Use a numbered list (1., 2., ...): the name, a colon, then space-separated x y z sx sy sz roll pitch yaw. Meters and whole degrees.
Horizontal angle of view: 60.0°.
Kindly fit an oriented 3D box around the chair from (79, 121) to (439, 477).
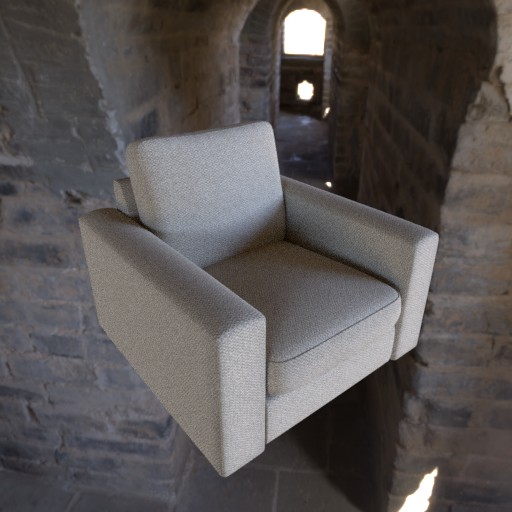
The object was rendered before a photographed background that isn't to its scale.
1. chair: 0.000 0.000 1.731 1.005 0.873 1.016 -20 34 -33
